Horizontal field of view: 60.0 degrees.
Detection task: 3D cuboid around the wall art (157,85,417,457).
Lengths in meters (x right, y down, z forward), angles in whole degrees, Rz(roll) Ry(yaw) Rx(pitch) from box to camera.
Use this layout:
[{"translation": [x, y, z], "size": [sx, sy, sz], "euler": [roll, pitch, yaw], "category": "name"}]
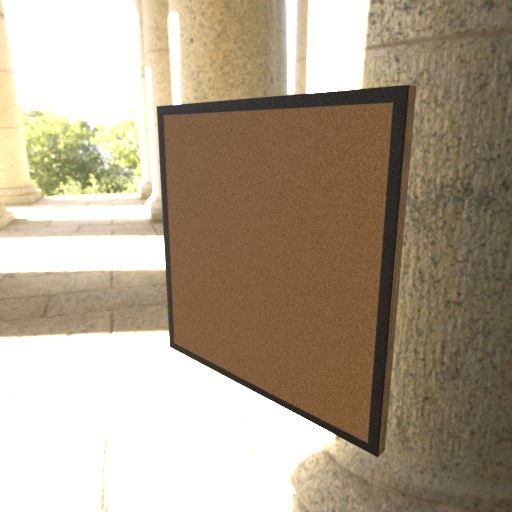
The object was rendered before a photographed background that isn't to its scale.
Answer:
[{"translation": [0.000, 0.000, 1.029], "size": [0.695, 0.691, 0.029], "euler": [14, 20, 42], "category": "wall art"}]
